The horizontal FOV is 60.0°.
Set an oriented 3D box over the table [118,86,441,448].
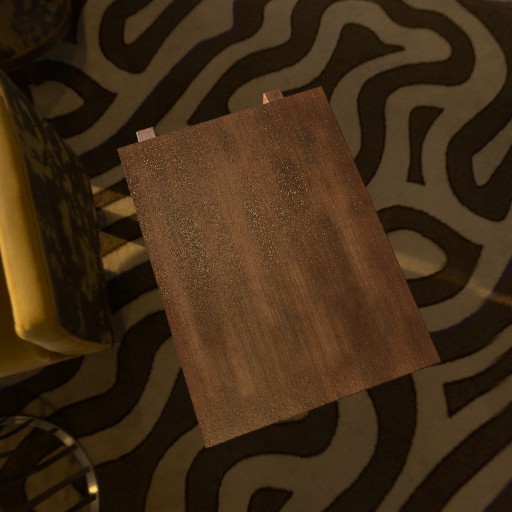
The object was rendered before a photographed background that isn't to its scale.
[{"bbox_3d":[0.000,0.000,0.976,0.356,0.584,0.609,-19,77,-5],"label":"table"}]
